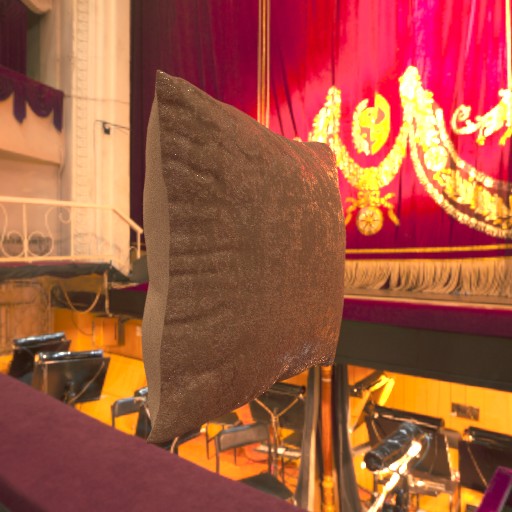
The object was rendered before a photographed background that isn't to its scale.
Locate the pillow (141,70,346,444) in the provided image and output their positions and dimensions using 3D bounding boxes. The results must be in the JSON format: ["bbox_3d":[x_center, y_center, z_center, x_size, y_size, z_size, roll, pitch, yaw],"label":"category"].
[{"bbox_3d":[0.000,0.000,0.711,0.245,0.448,0.450,0,0,36],"label":"pillow"}]
